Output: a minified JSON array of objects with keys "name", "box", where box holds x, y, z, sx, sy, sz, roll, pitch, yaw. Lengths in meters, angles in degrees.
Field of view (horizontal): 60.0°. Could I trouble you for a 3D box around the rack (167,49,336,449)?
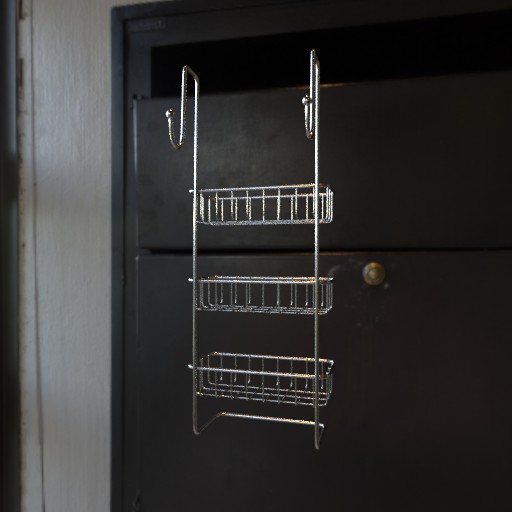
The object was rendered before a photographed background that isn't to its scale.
[{"name":"rack","box":[0.000,0.000,0.684,0.228,0.574,0.202,0,0,16]}]
